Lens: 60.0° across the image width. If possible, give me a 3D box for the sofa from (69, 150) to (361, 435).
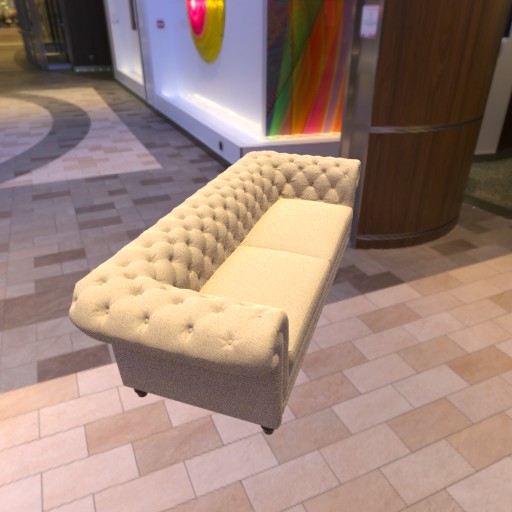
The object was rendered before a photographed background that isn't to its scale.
[{"bbox_3d":[0.000,0.000,3.132,1.076,0.847,2.694,10,30,17],"label":"sofa"}]
